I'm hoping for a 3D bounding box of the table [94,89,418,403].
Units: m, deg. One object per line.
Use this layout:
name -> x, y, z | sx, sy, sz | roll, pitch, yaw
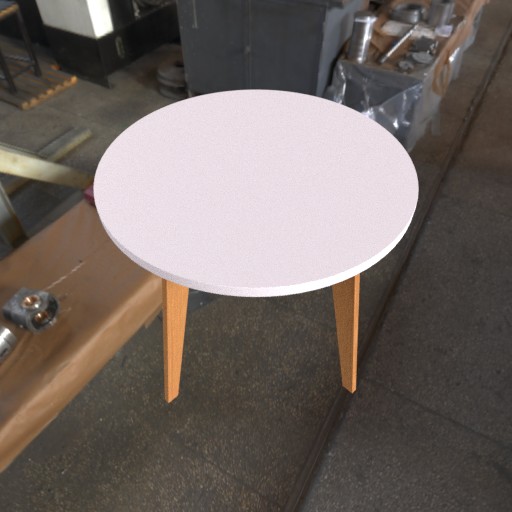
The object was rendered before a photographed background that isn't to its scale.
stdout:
table -> 0.000, 0.000, 1.537 | 0.896, 0.762, 0.896 | 0, 47, 0
